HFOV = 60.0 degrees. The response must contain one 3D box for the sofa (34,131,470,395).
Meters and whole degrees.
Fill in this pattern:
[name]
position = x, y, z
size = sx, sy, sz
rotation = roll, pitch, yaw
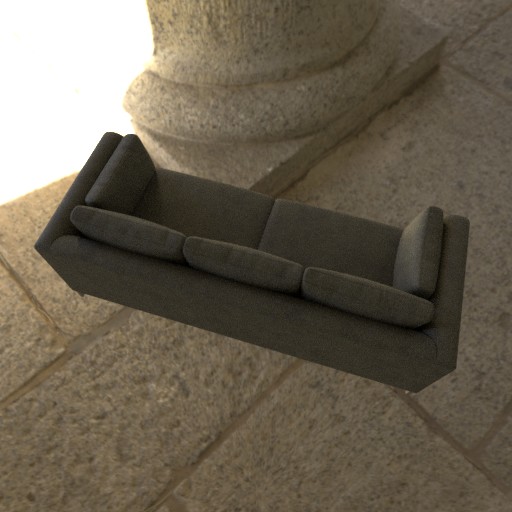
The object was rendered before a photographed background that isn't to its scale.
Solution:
[sofa]
position = 0.000, 0.000, 2.892
size = 2.415, 0.867, 0.969
rotation = 15, 63, 8
